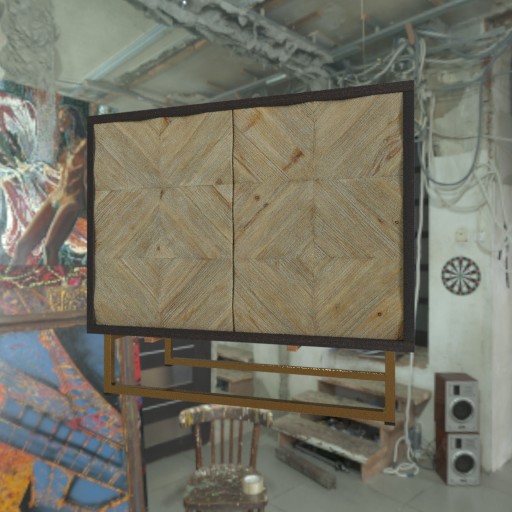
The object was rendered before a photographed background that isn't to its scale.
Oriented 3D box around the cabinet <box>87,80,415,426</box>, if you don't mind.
[{"bbox_3d":[0.000,0.000,1.439,0.950,0.860,0.451,0,0,17],"label":"cabinet"}]
